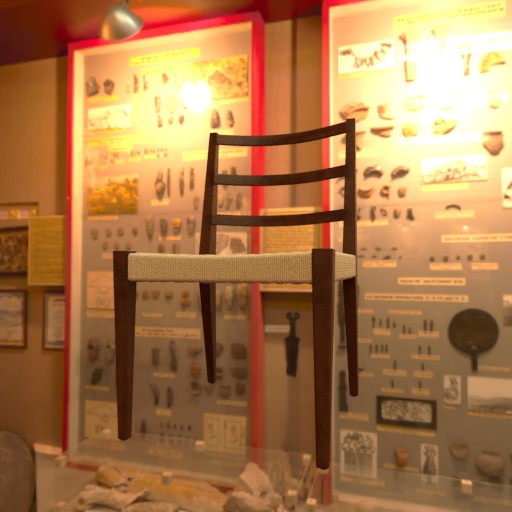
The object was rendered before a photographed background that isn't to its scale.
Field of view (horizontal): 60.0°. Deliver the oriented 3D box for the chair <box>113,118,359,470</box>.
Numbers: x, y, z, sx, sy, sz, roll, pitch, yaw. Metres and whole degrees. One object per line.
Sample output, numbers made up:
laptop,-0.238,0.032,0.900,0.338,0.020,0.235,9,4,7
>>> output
chair,0.000,0.000,1.152,0.480,0.813,0.551,0,-1,18
